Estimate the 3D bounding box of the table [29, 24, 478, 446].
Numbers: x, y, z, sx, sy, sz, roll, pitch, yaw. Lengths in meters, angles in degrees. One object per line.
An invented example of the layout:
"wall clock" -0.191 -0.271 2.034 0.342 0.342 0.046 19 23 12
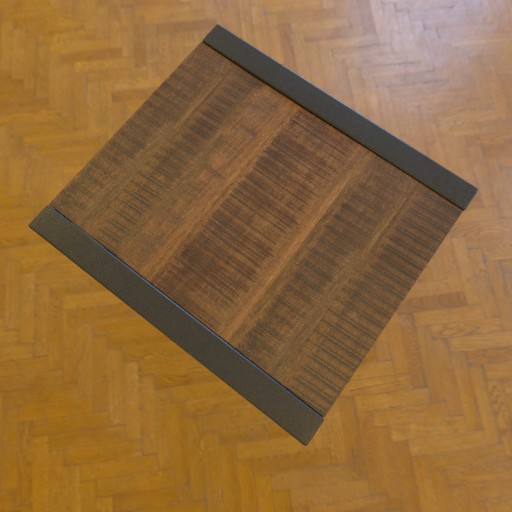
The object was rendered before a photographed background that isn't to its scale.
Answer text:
"table" 0.000 0.000 0.920 0.500 0.550 0.449 36 78 9
